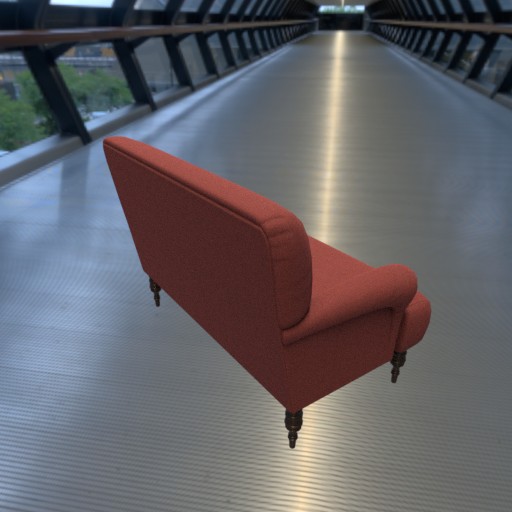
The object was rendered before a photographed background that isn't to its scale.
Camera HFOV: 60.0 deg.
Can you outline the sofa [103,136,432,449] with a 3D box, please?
[{"bbox_3d":[0.000,0.000,1.837,0.779,0.889,1.297,-18,32,-32],"label":"sofa"}]
